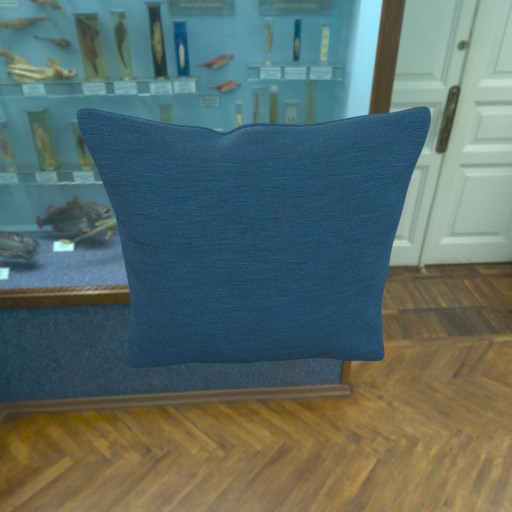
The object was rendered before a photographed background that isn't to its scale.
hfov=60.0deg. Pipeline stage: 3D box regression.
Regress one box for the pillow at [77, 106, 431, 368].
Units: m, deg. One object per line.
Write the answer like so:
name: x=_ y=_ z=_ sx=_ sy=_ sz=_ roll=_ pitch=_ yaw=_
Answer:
pillow: x=0.000 y=0.000 z=0.646 sx=0.437 sy=0.420 sz=0.177 roll=-1 pitch=31 yaw=-2
